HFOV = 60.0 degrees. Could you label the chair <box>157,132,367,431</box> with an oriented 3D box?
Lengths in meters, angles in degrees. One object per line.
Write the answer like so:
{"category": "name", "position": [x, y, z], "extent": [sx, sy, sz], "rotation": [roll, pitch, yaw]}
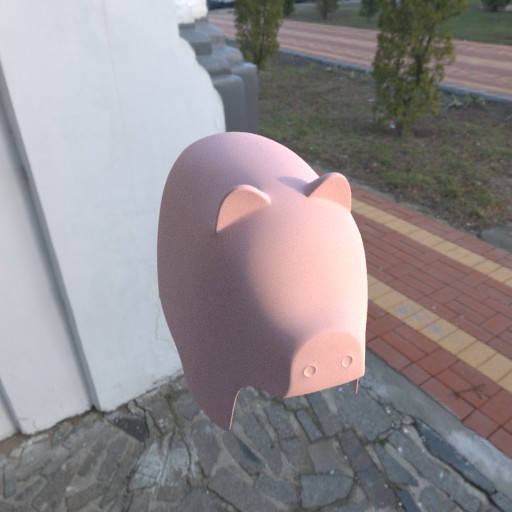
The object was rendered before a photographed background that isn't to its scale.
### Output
{"category": "chair", "position": [0.000, 0.000, 0.843], "extent": [0.364, 0.423, 0.619], "rotation": [-10, 34, -16]}
